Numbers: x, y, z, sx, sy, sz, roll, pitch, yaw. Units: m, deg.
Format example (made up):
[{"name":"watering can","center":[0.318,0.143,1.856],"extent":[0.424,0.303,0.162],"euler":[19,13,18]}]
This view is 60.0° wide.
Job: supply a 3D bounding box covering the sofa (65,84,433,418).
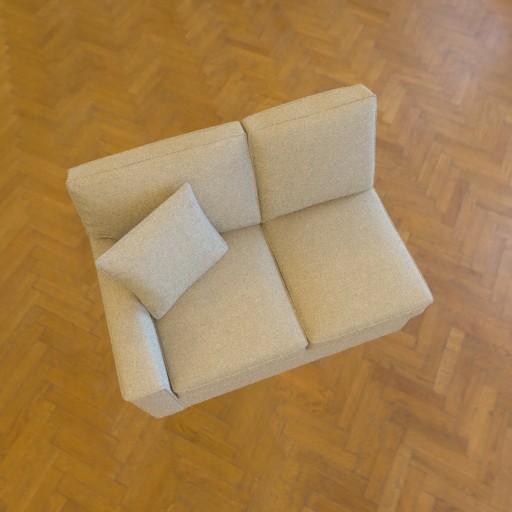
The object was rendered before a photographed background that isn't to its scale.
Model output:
[{"name":"sofa","center":[0.000,0.000,2.080],"extent":[1.388,0.989,0.991],"euler":[-18,65,-9]}]
